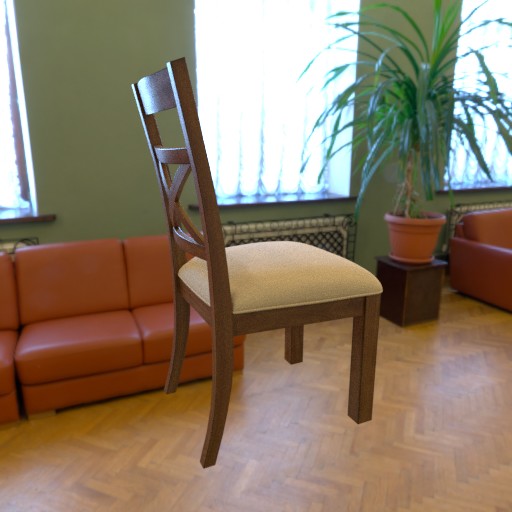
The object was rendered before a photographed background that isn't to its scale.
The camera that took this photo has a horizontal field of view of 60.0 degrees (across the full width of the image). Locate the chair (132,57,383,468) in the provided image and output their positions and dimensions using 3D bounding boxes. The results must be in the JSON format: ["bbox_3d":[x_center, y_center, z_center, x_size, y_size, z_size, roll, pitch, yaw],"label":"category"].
[{"bbox_3d":[0.000,0.000,1.260,0.581,0.949,0.461,-7,16,-24],"label":"chair"}]
